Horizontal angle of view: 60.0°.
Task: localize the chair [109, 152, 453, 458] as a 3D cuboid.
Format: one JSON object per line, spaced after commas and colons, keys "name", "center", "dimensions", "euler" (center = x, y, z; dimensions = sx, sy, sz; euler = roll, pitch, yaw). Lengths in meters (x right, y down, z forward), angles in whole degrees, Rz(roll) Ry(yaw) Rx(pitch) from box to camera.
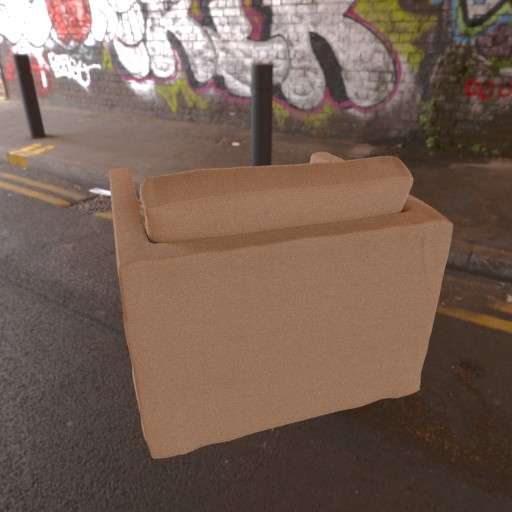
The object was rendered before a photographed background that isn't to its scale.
{"name": "chair", "center": [0.000, 0.000, 1.750], "dimensions": [1.057, 0.867, 0.949], "euler": [-8, 28, -16]}
